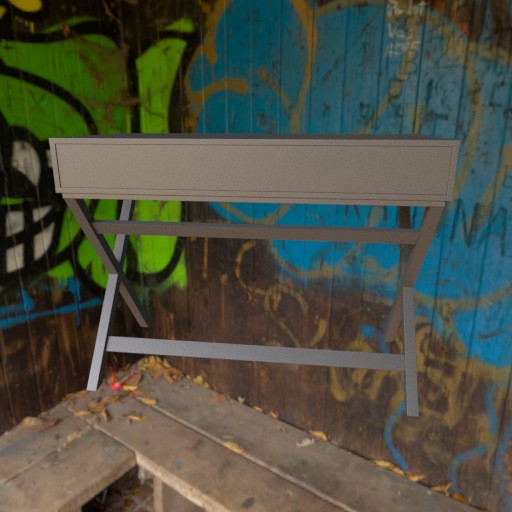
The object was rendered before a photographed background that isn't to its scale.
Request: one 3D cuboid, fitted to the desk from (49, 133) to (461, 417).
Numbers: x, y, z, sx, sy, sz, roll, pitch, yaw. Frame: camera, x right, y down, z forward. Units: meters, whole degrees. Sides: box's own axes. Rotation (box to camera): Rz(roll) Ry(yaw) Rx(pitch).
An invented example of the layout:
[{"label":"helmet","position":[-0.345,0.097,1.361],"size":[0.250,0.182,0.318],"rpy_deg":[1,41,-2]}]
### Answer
[{"label":"desk","position":[0.000,0.000,1.489],"size":[1.057,0.780,0.525],"rpy_deg":[2,17,7]}]
